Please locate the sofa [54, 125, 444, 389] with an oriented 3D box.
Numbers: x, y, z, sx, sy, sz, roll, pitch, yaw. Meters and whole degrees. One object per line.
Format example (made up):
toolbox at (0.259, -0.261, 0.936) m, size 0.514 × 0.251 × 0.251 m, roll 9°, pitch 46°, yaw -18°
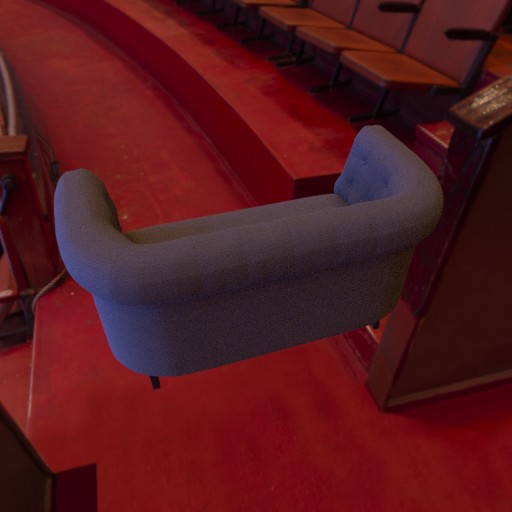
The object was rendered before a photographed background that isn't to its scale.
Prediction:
sofa at (0.000, 0.000, 2.016) m, size 1.558 × 0.827 × 0.835 m, roll -12°, pitch 42°, yaw -14°
